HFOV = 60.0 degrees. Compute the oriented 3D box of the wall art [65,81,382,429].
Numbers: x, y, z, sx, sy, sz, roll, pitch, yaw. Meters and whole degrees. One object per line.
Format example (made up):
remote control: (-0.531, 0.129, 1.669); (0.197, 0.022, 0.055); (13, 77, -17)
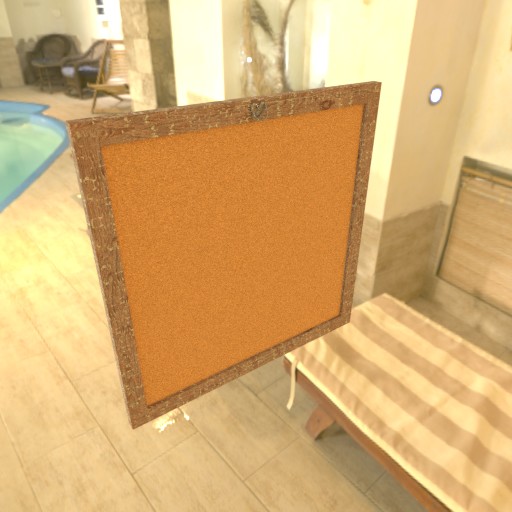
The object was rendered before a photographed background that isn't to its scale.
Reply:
wall art: (0.000, 0.000, 0.558); (0.380, 0.380, 0.022); (-19, 35, -29)
